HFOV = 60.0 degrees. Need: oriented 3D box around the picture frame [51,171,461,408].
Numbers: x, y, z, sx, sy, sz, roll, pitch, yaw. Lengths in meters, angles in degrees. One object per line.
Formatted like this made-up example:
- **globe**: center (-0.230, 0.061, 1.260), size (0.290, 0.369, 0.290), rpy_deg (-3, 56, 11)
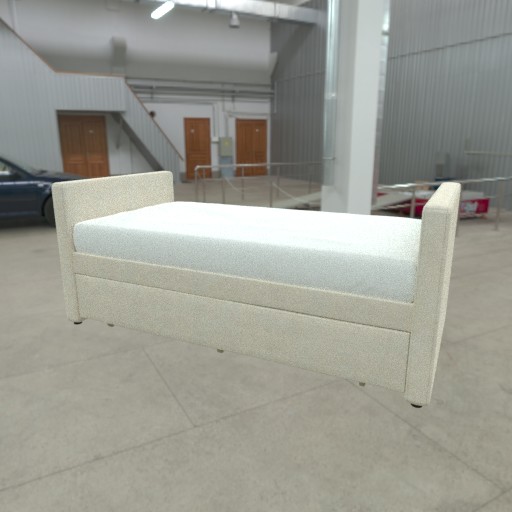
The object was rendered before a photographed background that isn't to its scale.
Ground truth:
- **picture frame**: center (0.000, 0.000, 2.706), size (2.161, 0.891, 1.069), rpy_deg (7, 17, 25)
